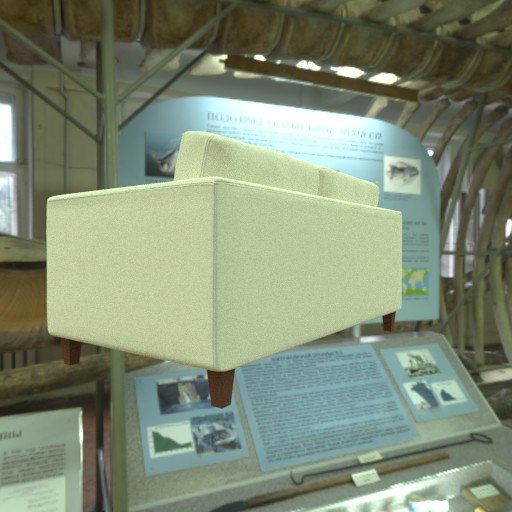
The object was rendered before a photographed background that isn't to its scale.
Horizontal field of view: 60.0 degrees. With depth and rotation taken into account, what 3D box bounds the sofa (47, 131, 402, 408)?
[{"bbox_3d":[0.000,0.000,2.224,0.964,0.888,1.702,1,2,36],"label":"sofa"}]
